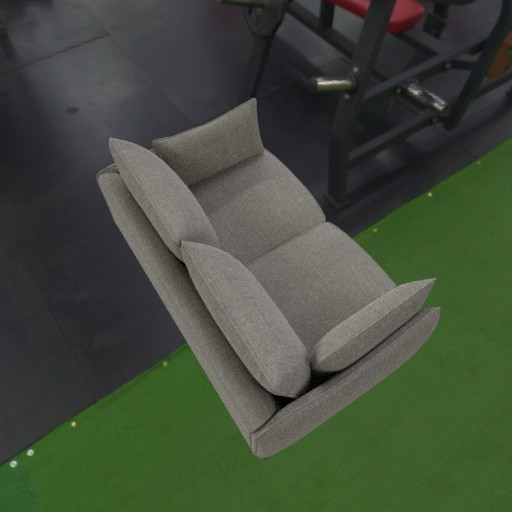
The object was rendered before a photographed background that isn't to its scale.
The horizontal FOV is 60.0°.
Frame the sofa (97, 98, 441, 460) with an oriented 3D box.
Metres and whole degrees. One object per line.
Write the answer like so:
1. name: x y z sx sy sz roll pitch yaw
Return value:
1. sofa: 0.000 0.000 2.178 0.972 0.851 1.580 -29 62 -17
